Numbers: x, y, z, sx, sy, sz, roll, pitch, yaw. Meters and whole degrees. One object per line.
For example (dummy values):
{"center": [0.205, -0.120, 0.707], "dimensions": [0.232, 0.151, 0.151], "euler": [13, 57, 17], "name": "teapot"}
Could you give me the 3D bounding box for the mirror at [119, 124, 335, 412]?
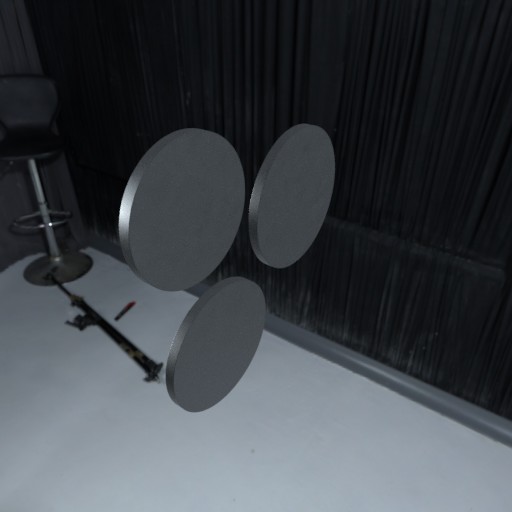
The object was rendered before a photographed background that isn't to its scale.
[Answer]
{"center": [0.000, 0.000, 3.226], "dimensions": [0.076, 2.096, 2.160], "euler": [21, 37, 31], "name": "mirror"}
